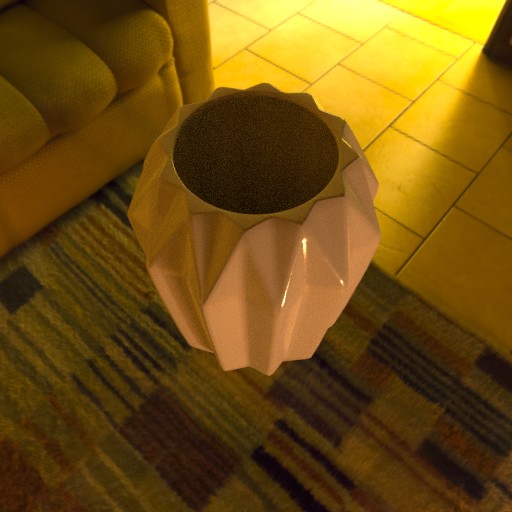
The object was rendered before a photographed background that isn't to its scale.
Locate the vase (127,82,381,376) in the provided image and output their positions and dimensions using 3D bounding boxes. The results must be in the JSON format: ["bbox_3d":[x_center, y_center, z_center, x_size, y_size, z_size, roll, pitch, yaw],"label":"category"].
[{"bbox_3d":[0.000,0.000,0.409,0.195,0.275,0.195,0,58,0],"label":"vase"}]
